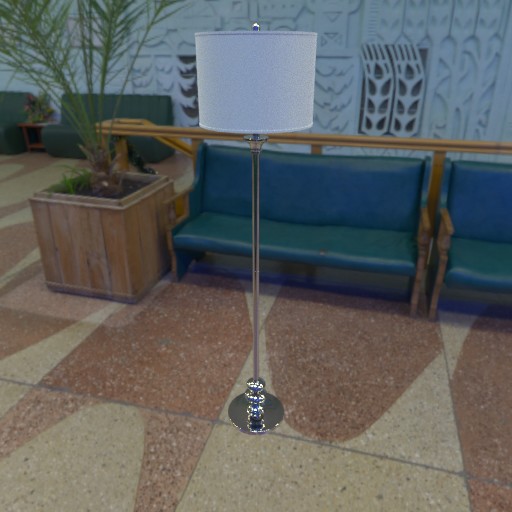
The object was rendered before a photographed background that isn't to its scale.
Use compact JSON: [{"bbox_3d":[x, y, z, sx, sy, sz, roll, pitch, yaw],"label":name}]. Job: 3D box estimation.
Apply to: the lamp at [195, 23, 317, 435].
[{"bbox_3d":[0.000,0.000,1.597,0.356,1.487,0.356,7,26,16],"label":"lamp"}]
